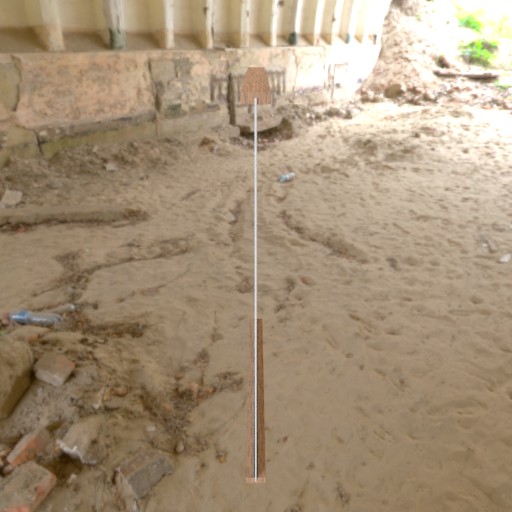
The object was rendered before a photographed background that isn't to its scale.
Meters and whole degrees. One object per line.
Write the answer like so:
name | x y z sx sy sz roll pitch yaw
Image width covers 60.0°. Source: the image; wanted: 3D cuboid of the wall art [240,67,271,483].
wall art | 0.000 0.000 0.698 0.028 0.527 0.403 0 26 0
